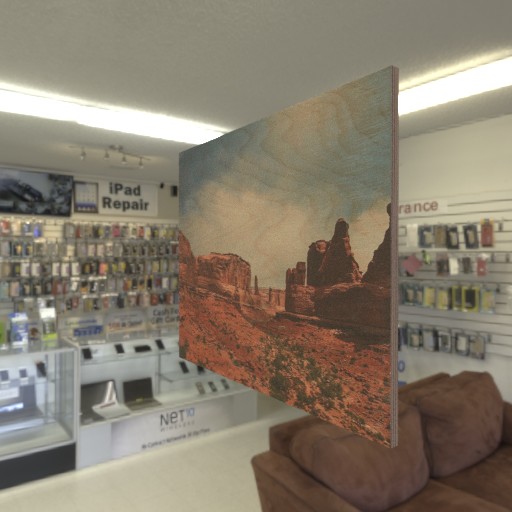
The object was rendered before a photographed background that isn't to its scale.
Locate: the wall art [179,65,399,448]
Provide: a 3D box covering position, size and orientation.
[{"bbox_3d":[0.000,0.000,0.679,0.013,0.406,0.508,0,1,-36],"label":"wall art"}]
